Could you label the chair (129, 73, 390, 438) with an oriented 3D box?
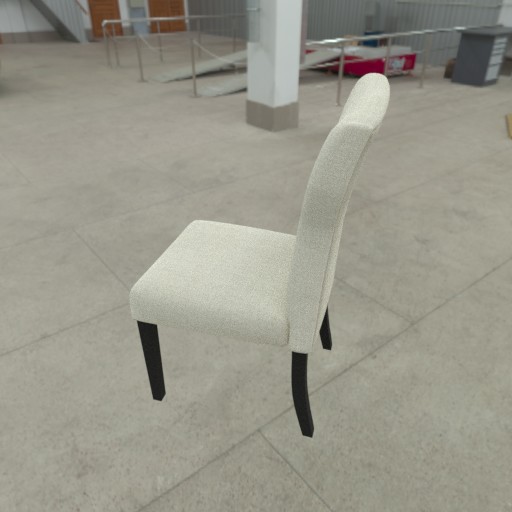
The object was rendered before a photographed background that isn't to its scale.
[{"bbox_3d":[0.000,0.000,1.258,0.597,0.921,0.509,9,33,14],"label":"chair"}]
